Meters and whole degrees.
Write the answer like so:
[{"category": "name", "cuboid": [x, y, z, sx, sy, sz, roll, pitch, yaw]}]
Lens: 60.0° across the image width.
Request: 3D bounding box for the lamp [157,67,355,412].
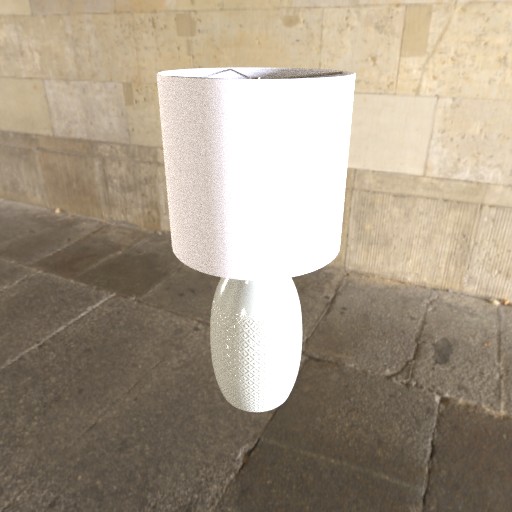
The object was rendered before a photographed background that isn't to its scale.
[{"category": "lamp", "cuboid": [0.000, 0.000, 0.590, 0.217, 0.453, 0.217, -8, 27, -17]}]
